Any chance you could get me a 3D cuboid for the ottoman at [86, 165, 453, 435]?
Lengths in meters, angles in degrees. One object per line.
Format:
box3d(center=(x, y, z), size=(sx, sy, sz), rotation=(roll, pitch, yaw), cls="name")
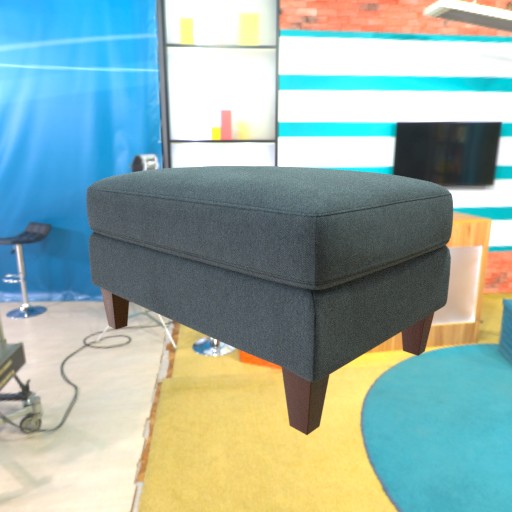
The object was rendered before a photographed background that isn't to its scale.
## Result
box3d(center=(0.000, 0.000, 1.219), size=(0.864, 0.483, 0.584), rotation=(13, 18, 43), cls="ottoman")
